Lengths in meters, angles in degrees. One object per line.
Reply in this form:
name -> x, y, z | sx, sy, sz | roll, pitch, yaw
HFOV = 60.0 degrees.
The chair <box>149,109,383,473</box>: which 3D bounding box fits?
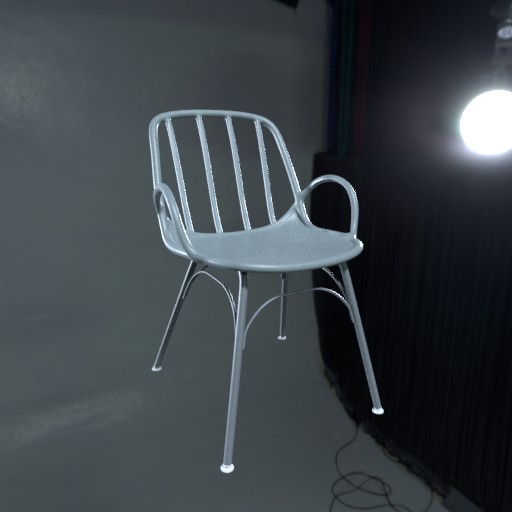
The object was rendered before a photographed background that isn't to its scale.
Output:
chair -> 0.000, 0.000, 1.256 | 0.549, 0.816, 0.597 | -8, 17, -28
